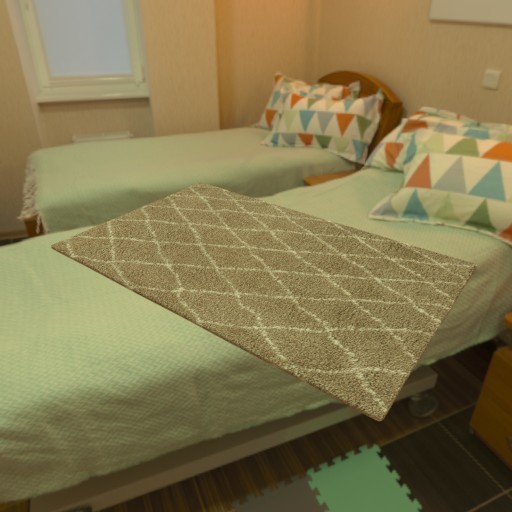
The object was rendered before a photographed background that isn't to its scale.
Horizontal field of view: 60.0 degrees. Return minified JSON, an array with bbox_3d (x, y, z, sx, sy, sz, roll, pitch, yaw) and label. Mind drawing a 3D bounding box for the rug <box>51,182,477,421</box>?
[{"bbox_3d":[0.000,0.000,2.971,2.438,0.030,1.524,21,36,31],"label":"rug"}]
